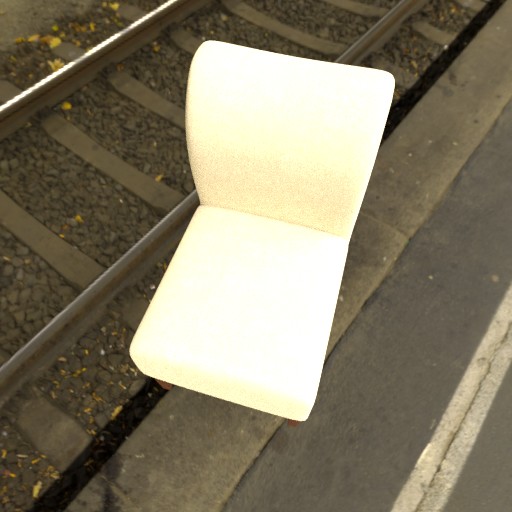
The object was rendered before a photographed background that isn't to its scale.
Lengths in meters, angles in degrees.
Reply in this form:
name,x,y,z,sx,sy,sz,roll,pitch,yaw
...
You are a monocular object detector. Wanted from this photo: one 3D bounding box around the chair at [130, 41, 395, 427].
name,x,y,z,sx,sy,sz,roll,pitch,yaw
chair,0.000,0.000,1.299,0.521,0.833,0.754,14,59,9
